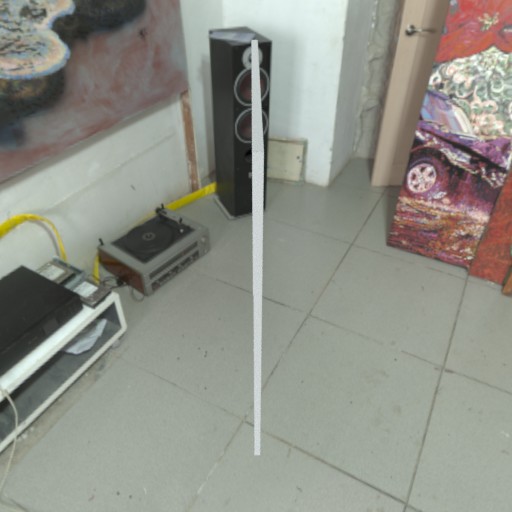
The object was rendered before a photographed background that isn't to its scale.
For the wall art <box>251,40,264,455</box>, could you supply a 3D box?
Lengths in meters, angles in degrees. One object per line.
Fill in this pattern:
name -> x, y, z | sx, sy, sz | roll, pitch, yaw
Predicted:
wall art -> 0.000, 0.000, 0.851 | 0.011, 0.659, 0.454 | 0, 39, -1
